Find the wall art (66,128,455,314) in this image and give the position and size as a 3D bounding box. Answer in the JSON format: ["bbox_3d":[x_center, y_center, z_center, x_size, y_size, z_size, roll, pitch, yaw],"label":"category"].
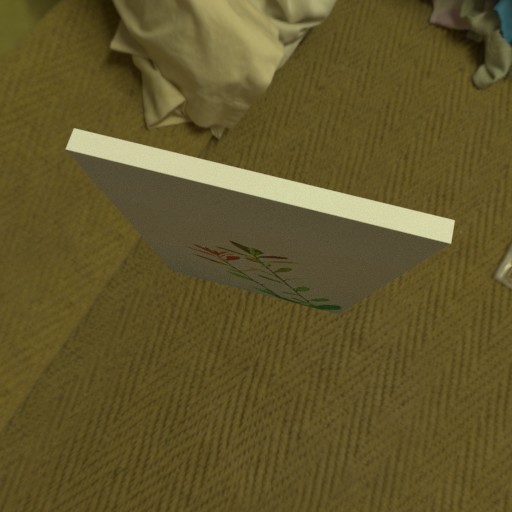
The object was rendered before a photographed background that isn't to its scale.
[{"bbox_3d":[0.000,0.000,1.128,0.612,0.915,0.039,14,76,4],"label":"wall art"}]
